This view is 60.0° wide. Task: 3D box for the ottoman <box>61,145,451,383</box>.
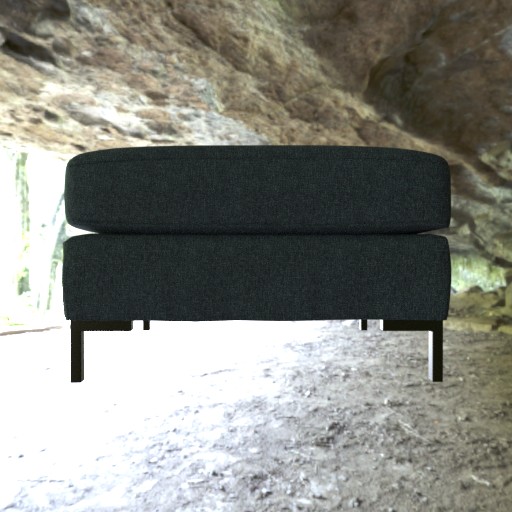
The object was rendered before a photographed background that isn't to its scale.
[{"bbox_3d":[0.000,0.000,1.263,0.831,0.533,0.695,0,1,0],"label":"ottoman"}]
